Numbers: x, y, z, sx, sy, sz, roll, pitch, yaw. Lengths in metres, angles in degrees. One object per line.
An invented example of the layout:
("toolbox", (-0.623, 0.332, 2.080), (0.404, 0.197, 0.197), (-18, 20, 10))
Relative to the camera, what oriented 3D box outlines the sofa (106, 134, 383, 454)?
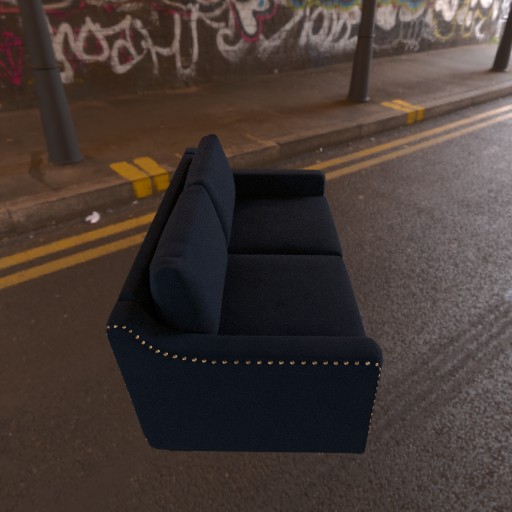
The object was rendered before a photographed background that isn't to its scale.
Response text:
("sofa", (0.000, 0.000, 2.704), (1.104, 0.983, 2.107), (0, 32, 1))
